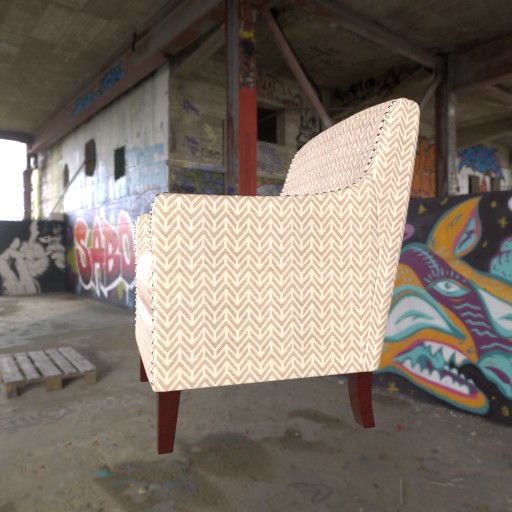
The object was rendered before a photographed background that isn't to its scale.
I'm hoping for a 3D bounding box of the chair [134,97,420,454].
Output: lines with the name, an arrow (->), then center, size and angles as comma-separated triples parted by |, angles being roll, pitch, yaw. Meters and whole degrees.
chair -> 0.000, 0.000, 1.280 | 0.651, 0.816, 0.623 | 0, 1, -18
